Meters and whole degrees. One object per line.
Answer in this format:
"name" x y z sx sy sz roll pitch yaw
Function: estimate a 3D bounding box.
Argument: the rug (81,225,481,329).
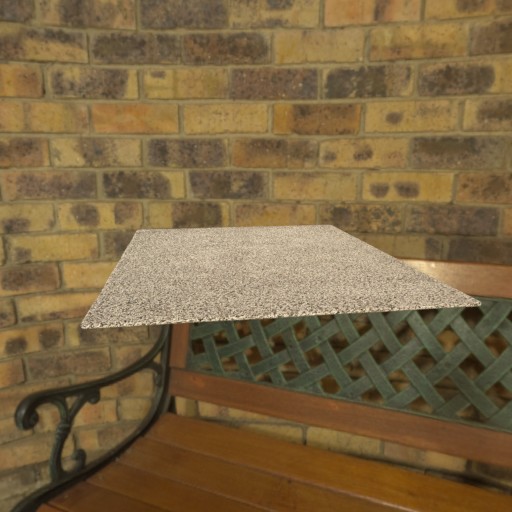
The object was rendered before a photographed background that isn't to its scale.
"rug" 0.000 0.000 4.080 2.438 0.029 3.047 -2 14 -9
